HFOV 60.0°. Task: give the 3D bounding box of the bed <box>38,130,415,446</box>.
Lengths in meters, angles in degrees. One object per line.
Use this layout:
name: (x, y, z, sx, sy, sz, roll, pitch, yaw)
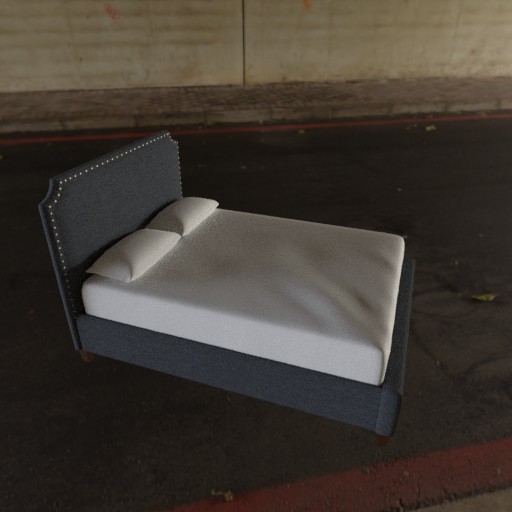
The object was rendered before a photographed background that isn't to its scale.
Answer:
bed: (0.000, 0.000, 3.422, 2.372, 1.443, 1.713, 10, 30, 17)
